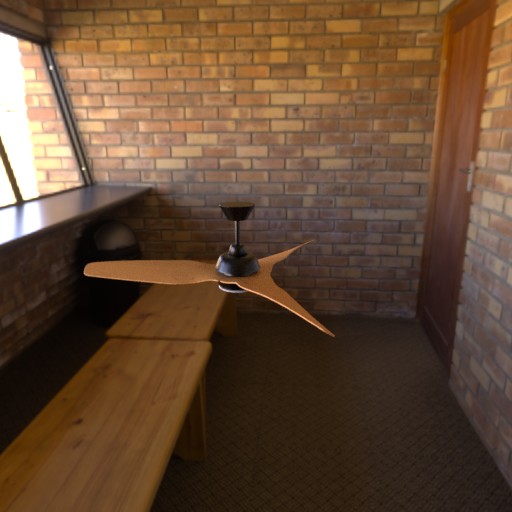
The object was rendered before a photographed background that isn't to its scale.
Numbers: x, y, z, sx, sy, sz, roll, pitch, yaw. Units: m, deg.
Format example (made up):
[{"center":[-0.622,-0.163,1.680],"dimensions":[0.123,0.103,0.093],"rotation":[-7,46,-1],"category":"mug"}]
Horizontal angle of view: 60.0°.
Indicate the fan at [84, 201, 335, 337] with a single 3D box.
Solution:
[{"center":[0.000,0.000,1.679],"dimensions":[1.142,0.355,1.010],"rotation":[-8,17,-26],"category":"fan"}]
